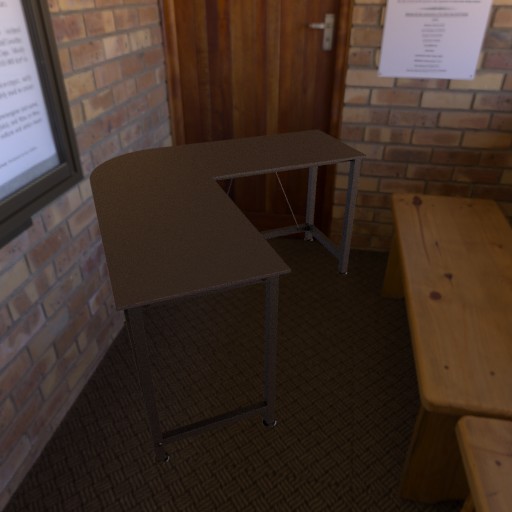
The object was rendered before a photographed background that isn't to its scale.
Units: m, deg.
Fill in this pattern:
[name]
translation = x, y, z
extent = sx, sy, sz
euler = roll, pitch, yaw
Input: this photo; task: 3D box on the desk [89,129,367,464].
[desk]
translation = 0.000, 0.000, 2.213
extent = 1.400, 0.762, 1.400
euler = -12, 33, -18
